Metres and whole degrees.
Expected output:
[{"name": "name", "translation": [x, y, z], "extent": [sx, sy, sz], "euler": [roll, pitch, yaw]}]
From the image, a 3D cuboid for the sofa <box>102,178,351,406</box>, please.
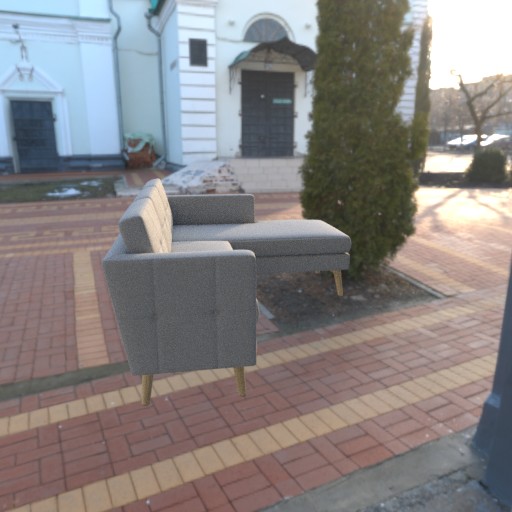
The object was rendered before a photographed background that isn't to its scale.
[{"name": "sofa", "translation": [0.000, 0.000, 2.833], "extent": [1.530, 0.860, 2.040], "euler": [-2, 15, -9]}]
